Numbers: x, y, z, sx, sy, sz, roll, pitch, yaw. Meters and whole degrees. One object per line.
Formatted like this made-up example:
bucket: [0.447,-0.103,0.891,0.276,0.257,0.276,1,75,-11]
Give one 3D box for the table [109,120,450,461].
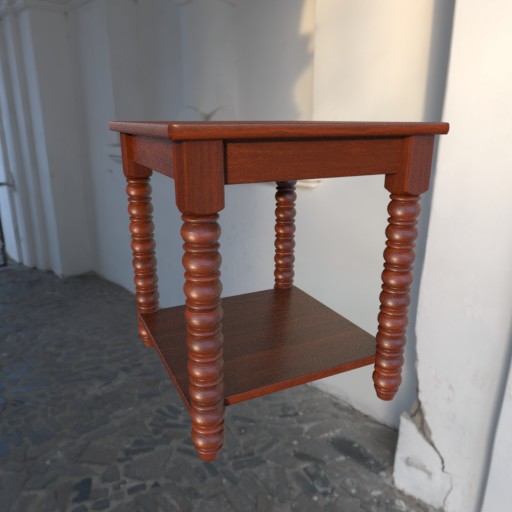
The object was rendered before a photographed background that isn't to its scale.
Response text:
table: [0.000,0.000,0.978,0.500,0.567,0.533,-8,19,-24]
